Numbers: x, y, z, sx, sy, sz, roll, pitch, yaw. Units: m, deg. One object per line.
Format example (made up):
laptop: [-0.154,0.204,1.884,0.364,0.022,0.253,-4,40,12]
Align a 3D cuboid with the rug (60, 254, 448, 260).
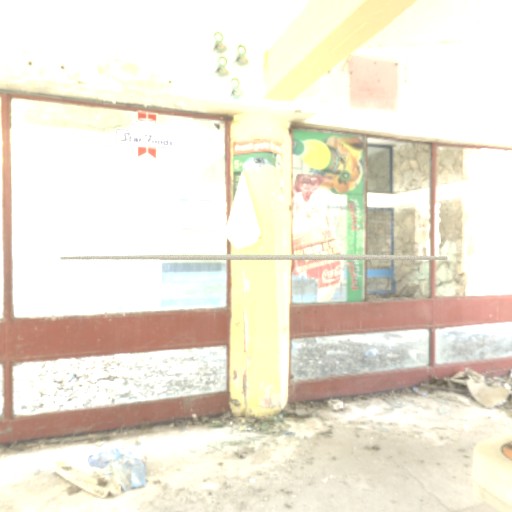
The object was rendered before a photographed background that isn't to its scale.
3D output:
rug: [0.000,0.000,2.290,1.210,0.012,1.829,0,0,1]
